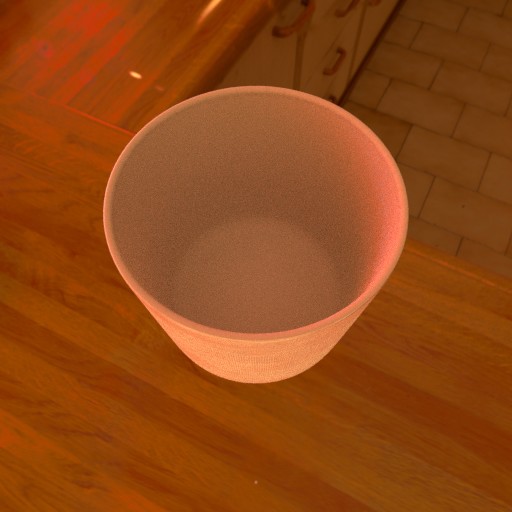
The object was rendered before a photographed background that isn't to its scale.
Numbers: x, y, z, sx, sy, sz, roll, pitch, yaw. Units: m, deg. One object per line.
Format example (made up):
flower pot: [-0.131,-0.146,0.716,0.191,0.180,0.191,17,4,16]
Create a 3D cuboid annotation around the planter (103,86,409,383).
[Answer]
planter: [0.000,0.000,0.821,0.440,0.398,0.440,0,63,0]
